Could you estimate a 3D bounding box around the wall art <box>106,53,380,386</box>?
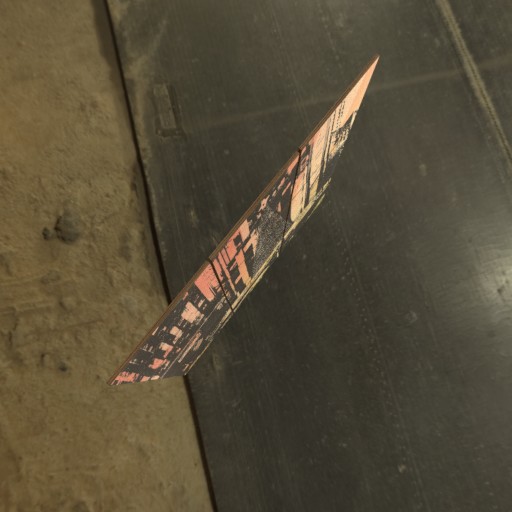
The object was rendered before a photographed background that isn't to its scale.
[{"bbox_3d":[0.000,0.000,1.373,0.010,0.917,0.919,37,79,8],"label":"wall art"}]
